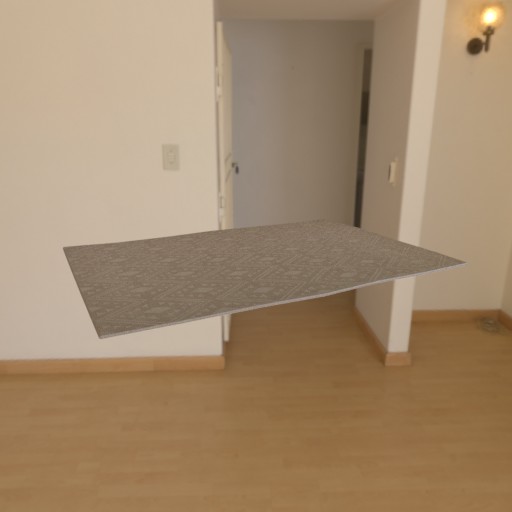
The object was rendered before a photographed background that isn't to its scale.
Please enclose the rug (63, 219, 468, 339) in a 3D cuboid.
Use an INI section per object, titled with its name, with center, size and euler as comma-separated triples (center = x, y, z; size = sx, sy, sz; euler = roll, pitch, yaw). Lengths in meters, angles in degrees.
[rug]
center = 0.000, 0.000, 2.404
size = 1.829, 0.034, 1.252
euler = -9, 19, -27
